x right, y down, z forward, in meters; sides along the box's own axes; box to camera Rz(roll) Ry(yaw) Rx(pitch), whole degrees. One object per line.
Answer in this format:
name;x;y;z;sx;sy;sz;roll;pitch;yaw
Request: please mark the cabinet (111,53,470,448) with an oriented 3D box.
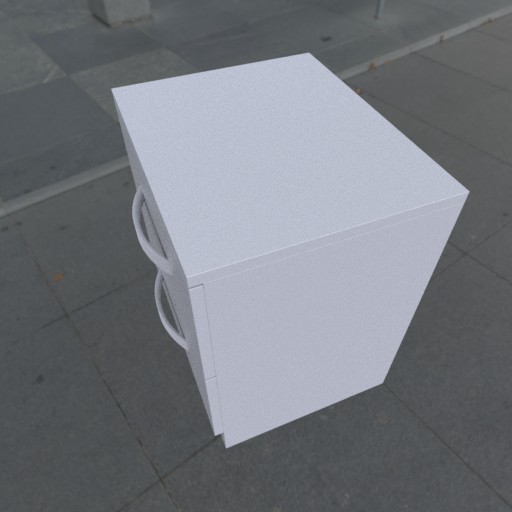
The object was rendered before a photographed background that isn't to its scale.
cabinet;0.000;0.000;0.755;0.360;0.470;0.400;-17;50;-15
